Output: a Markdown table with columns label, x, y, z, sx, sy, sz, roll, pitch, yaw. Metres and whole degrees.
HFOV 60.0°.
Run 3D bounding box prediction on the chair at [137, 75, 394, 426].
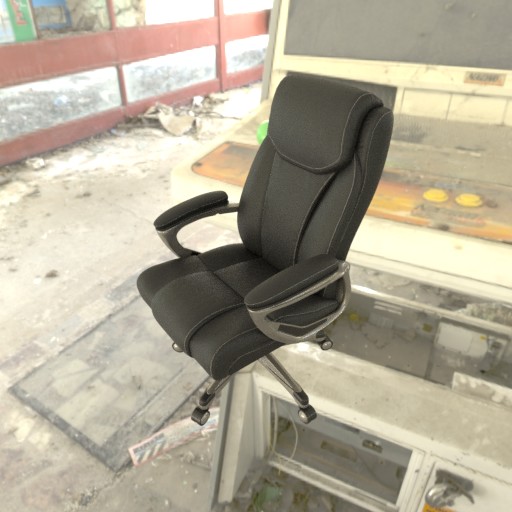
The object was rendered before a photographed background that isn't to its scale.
| label | x | y | z | sx | sy | sz | roll | pitch | yaw |
| --- | --- | --- | --- | --- | --- | --- | --- | --- | --- |
| chair | 0.000 | 0.000 | 1.656 | 0.784 | 1.167 | 0.741 | -22 | 39 | -31 |
